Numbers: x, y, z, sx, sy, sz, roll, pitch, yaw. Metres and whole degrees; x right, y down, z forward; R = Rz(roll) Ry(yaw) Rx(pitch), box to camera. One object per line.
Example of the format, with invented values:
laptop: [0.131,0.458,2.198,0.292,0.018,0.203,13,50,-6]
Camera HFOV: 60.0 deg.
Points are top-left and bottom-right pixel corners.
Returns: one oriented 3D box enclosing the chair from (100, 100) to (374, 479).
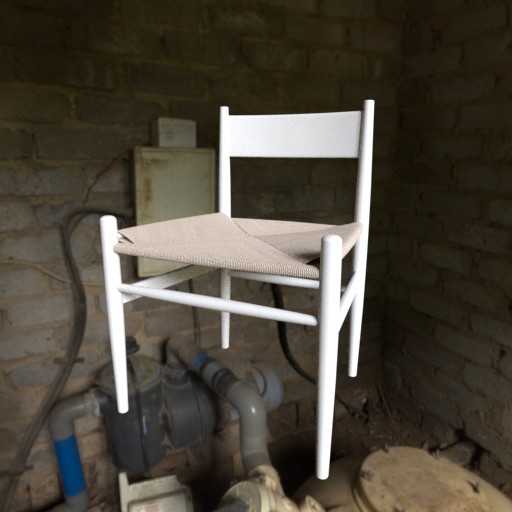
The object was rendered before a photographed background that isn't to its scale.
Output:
chair: [0.000,0.000,1.112,0.556,0.762,0.495,7,15,25]
